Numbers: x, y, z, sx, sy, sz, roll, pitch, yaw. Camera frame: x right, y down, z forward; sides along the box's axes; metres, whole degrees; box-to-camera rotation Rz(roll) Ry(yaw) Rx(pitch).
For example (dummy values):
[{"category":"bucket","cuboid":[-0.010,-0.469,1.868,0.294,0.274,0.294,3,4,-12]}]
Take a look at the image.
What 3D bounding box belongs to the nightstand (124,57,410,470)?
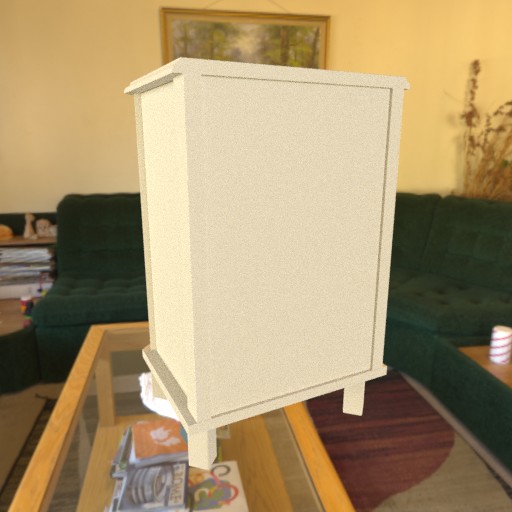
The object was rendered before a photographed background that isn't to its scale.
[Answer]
[{"category":"nightstand","cuboid":[0.000,0.000,0.921,0.435,0.681,0.351,-7,16,-27]}]
